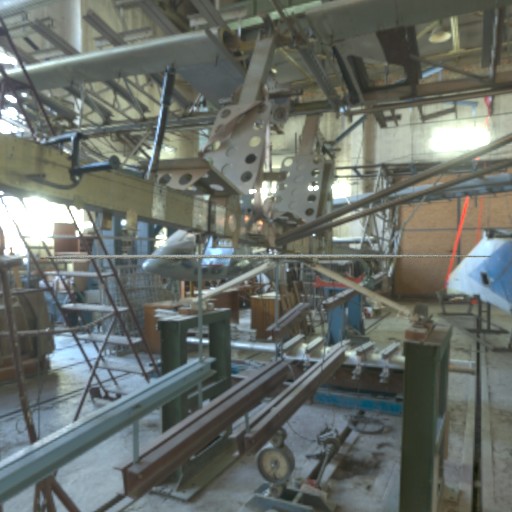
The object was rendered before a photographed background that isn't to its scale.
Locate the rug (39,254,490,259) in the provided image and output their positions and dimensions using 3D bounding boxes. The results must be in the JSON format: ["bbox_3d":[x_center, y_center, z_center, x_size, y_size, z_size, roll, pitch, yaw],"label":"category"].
[{"bbox_3d":[0.000,0.000,2.977,2.441,0.008,1.526,0,1,-19],"label":"rug"}]
